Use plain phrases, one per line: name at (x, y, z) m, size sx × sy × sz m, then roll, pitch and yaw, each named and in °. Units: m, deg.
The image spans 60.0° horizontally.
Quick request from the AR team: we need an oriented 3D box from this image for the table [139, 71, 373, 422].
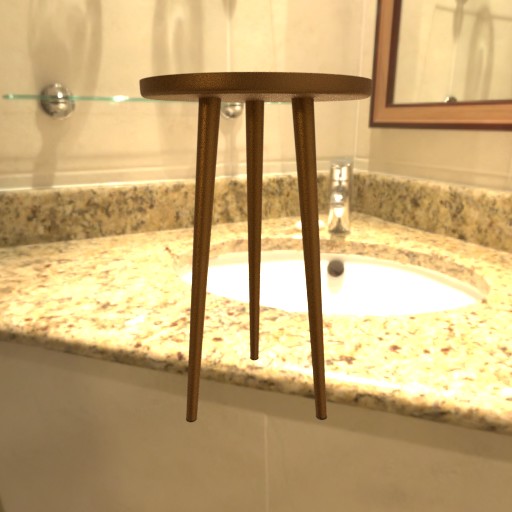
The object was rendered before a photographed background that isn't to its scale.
table at (0.000, 0.000, 0.657) m, size 0.299 × 0.480 × 0.299 m, roll 8°, pitch 19°, yaw 24°
